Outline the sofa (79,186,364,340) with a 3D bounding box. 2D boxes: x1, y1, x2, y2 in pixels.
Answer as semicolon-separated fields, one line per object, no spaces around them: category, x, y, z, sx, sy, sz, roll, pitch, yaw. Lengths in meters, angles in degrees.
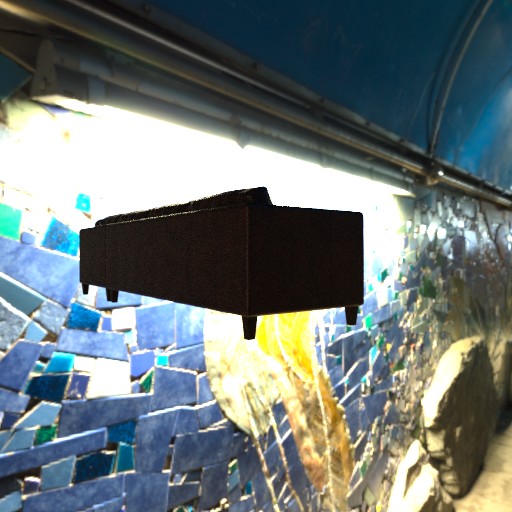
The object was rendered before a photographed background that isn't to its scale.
sofa;0.000;0.000;4.210;2.438;0.836;3.152;0;1;-36
